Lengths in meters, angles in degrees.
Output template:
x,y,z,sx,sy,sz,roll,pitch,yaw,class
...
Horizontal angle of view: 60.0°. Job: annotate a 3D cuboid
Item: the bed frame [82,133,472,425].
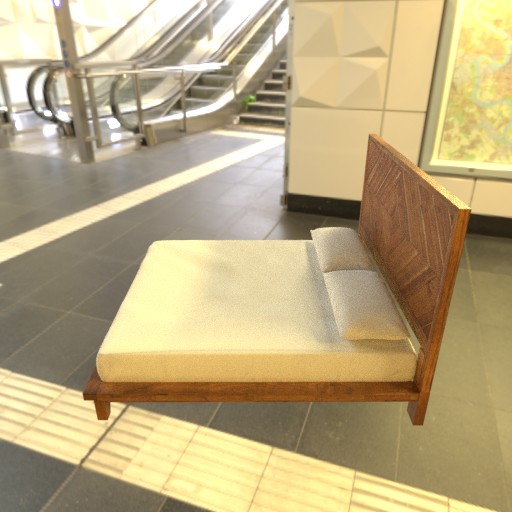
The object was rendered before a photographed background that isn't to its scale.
x,y,z,sx,sy,sz,roll,pitch,yaw,class
0.000,0.000,3.548,2.235,1.537,2.038,0,26,0,bed frame
